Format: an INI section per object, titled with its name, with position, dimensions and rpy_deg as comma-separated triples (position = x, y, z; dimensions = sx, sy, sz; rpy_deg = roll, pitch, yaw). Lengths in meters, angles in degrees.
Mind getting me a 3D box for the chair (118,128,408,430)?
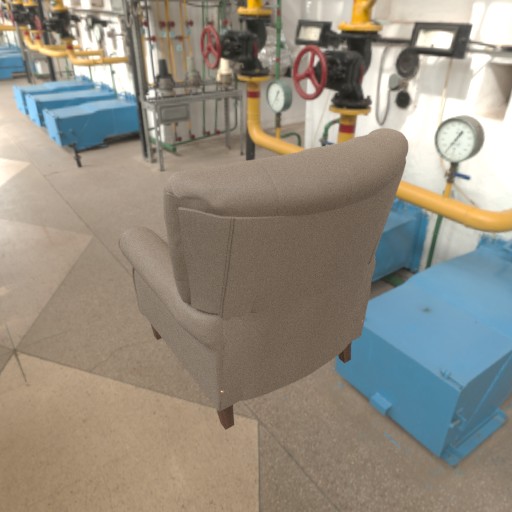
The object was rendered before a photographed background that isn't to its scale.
[chair]
position = 0.000, 0.000, 1.933
dimensions = 0.999, 1.138, 1.041
rpy_deg = -19, 35, -29
